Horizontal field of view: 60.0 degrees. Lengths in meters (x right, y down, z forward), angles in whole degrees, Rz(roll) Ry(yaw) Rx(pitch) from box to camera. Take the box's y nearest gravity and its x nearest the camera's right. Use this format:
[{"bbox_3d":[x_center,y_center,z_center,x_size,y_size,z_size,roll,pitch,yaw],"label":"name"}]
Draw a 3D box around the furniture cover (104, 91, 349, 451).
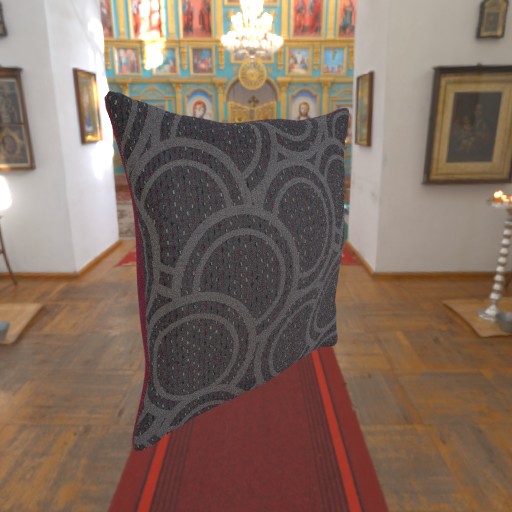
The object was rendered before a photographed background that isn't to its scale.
[{"bbox_3d":[0.000,0.000,0.773,0.163,0.513,0.514,14,21,43],"label":"furniture cover"}]
